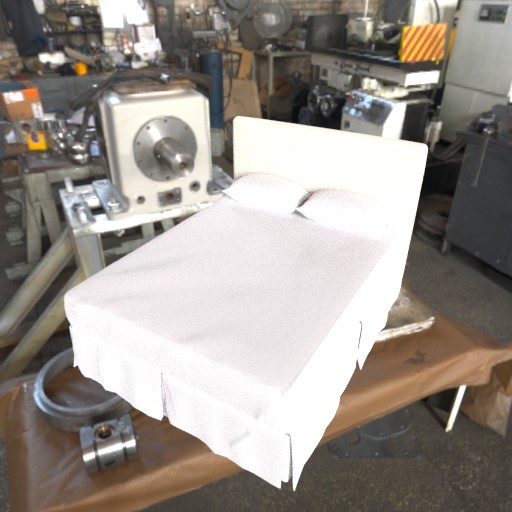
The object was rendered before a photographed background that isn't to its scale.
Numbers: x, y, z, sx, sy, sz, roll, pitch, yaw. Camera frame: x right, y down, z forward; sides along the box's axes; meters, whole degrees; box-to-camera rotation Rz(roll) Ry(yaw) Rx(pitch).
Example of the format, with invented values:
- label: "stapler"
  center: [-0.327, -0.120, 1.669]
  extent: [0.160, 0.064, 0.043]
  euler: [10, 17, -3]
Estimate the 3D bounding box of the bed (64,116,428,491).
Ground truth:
- label: "bed"
  center: [0.000, 0.000, 3.111]
  extent: [1.713, 1.330, 2.142]
  euler: [17, 35, 26]
